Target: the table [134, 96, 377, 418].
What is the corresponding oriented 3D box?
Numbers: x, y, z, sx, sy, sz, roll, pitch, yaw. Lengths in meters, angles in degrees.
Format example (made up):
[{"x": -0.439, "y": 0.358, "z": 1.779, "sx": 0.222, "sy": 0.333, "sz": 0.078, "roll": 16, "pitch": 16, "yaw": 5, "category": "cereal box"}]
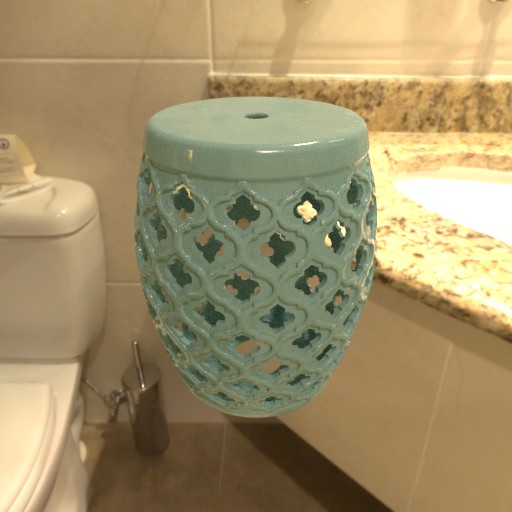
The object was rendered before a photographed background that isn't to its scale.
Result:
[{"x": 0.000, "y": 0.000, "z": 0.628, "sx": 0.325, "sy": 0.388, "sz": 0.325, "roll": 0, "pitch": 30, "yaw": 0, "category": "table"}]
